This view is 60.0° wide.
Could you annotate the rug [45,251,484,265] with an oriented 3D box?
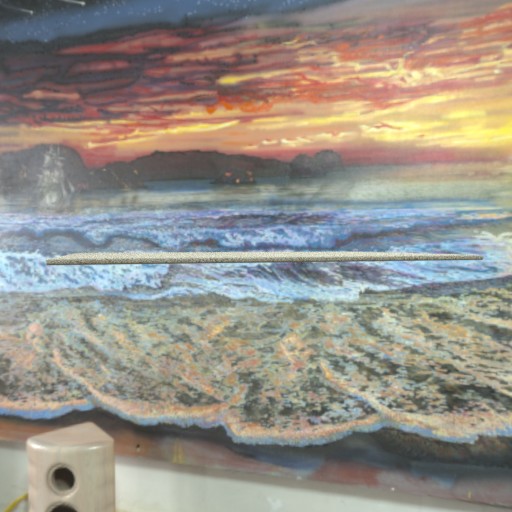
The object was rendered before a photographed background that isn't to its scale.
[{"bbox_3d":[0.000,0.000,3.055,2.438,0.030,1.524,0,2,-17],"label":"rug"}]
